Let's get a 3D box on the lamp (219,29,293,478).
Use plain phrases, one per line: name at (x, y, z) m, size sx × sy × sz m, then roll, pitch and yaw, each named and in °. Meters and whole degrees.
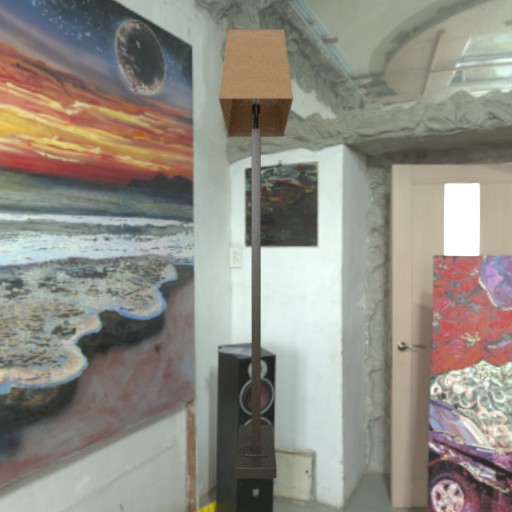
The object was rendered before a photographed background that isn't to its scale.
lamp at (0.000, 0.000, 1.635) m, size 0.233 × 1.469 × 0.475 m, roll 0°, pitch 1°, yaw 0°
